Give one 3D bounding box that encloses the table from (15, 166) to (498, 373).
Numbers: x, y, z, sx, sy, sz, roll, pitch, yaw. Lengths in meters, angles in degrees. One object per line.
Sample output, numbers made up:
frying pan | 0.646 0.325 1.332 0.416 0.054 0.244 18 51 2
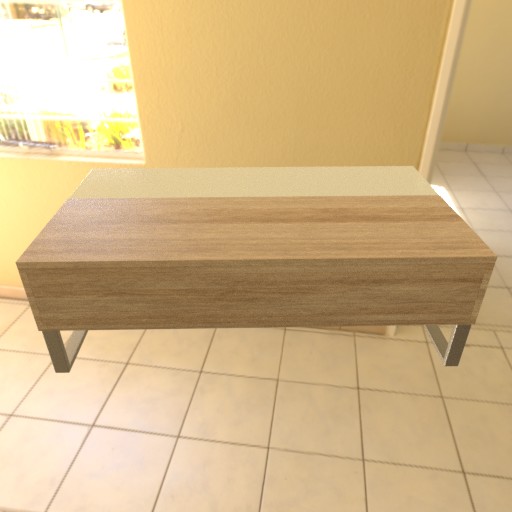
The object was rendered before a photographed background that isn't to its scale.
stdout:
table | 0.000 0.000 1.357 1.100 0.350 0.600 -1 32 -1
